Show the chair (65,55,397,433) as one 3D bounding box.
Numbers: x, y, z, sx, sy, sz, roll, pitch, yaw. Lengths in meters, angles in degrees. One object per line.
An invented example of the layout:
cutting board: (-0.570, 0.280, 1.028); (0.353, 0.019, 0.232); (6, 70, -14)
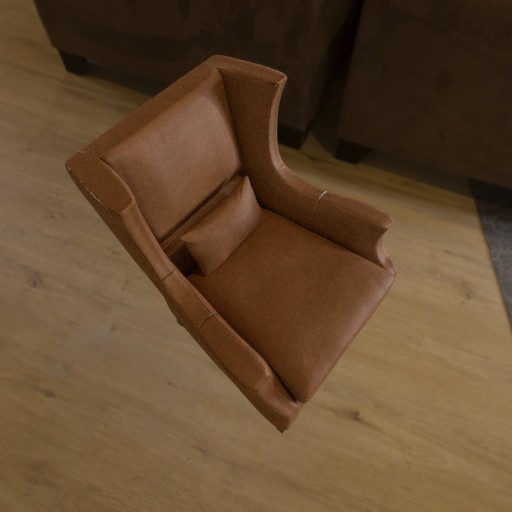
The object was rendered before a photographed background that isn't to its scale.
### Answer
chair: (0.000, 0.000, 1.686); (0.925, 1.016, 0.852); (35, 64, 19)
